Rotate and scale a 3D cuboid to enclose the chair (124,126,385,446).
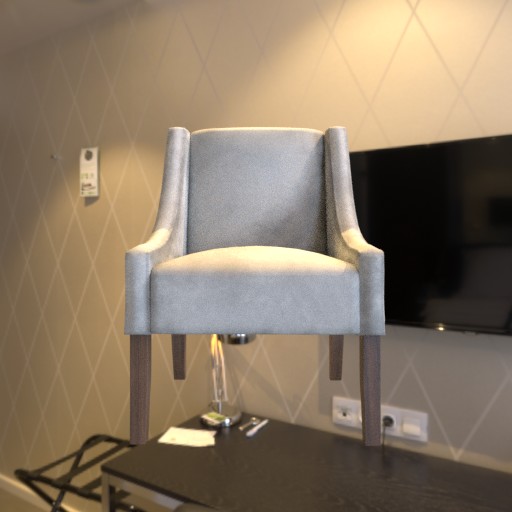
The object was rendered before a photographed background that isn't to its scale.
[{"bbox_3d":[0.000,0.000,1.337,0.629,0.895,0.629,0,1,1],"label":"chair"}]
